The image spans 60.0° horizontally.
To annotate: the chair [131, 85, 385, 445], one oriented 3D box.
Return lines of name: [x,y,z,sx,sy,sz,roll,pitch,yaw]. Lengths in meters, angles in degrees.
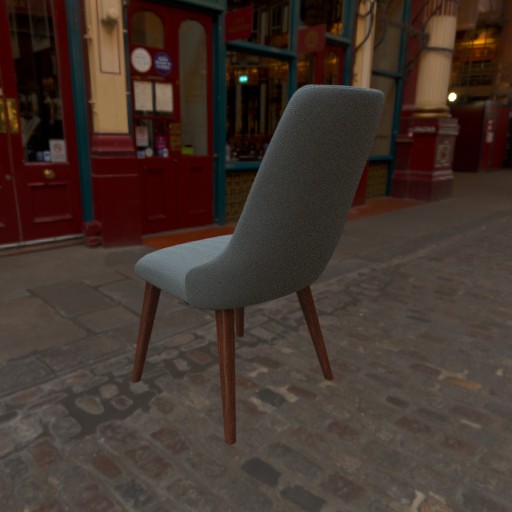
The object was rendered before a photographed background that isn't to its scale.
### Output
chair: [0.000,0.000,1.350,0.535,0.918,0.707,-15,21,-43]
